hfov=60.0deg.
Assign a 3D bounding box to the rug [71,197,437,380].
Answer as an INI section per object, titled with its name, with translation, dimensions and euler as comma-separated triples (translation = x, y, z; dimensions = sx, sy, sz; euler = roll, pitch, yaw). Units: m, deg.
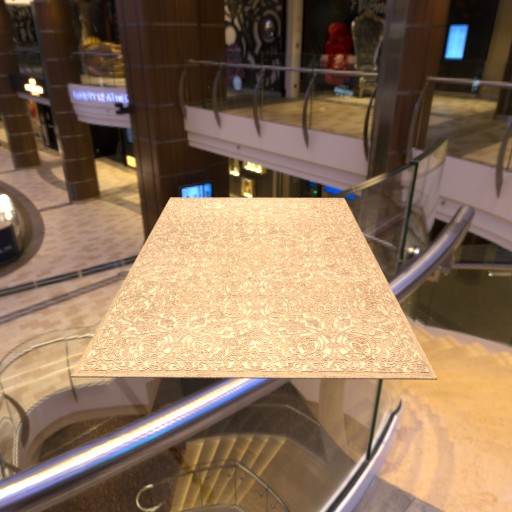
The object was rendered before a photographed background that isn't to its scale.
[rug]
translation = 0.000, 0.000, 2.294
dimensions = 1.221, 0.006, 1.827
euler = 0, 26, 0
